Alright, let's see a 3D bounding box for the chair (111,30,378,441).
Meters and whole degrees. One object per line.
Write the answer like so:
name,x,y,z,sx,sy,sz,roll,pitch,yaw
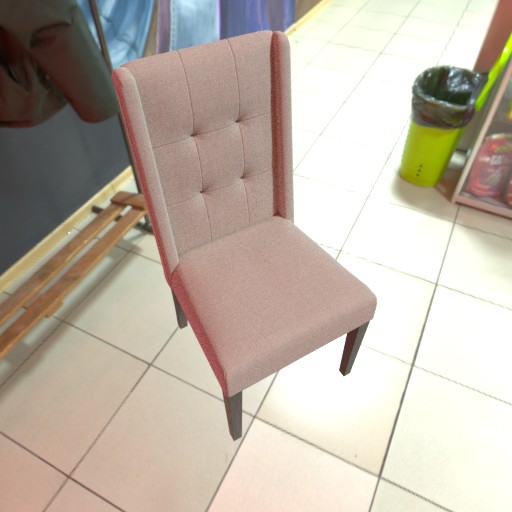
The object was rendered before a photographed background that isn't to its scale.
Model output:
chair,0.000,0.000,1.220,0.474,0.961,0.523,-23,51,-20
